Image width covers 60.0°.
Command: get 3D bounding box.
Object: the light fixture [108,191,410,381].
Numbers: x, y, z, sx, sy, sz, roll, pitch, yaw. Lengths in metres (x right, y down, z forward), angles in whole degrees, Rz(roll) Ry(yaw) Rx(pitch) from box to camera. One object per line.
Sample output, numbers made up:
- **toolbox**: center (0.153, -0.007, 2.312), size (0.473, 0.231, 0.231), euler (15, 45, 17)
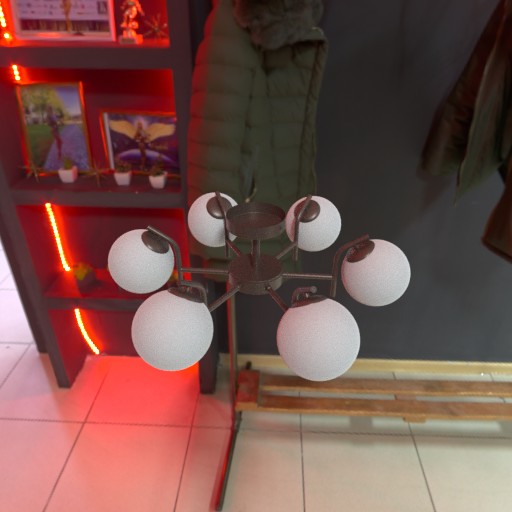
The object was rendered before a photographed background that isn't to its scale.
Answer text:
- **light fixture**: center (0.000, 0.000, 0.966), size (0.662, 0.201, 0.662), euler (0, 31, 0)
